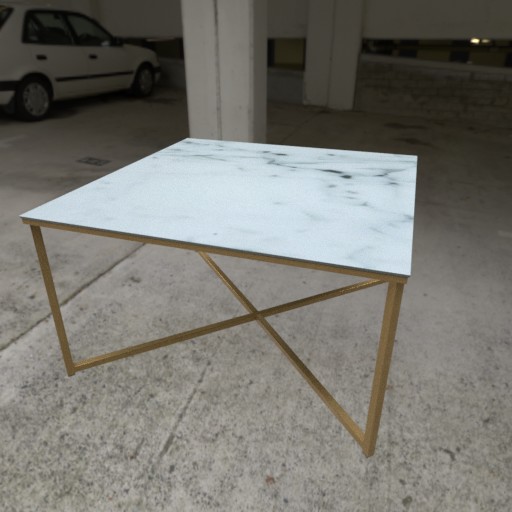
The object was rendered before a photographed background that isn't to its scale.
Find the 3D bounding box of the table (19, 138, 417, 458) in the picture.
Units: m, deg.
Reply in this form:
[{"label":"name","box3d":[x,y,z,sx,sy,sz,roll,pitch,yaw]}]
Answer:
[{"label":"table","box3d":[0.000,0.000,1.272,0.800,0.450,0.800,9,28,17]}]
